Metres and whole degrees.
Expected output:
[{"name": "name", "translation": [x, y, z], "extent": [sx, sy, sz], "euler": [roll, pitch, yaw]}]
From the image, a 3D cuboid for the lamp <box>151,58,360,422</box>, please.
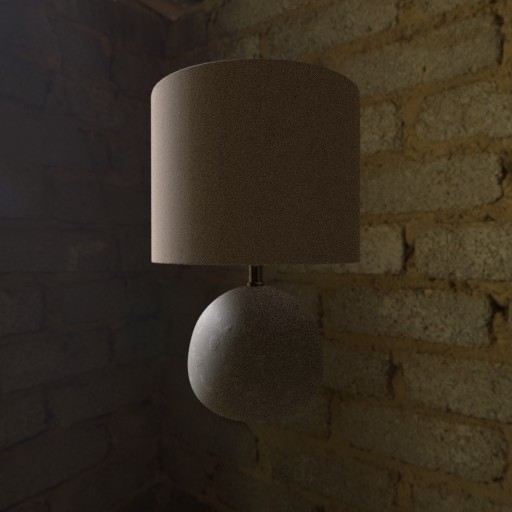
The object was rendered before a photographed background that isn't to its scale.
[{"name": "lamp", "translation": [0.000, 0.000, 0.590], "extent": [0.269, 0.409, 0.269], "euler": [0, 1, -2]}]
